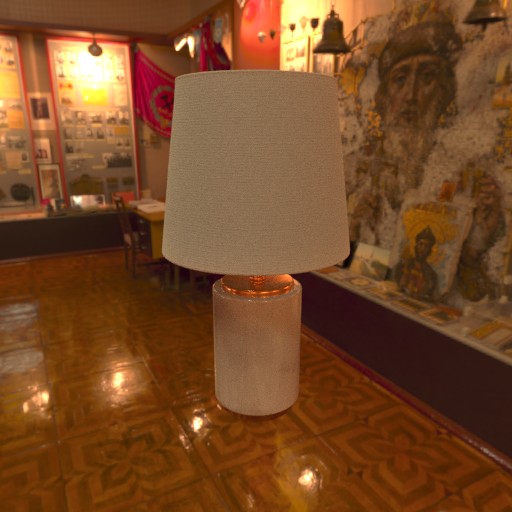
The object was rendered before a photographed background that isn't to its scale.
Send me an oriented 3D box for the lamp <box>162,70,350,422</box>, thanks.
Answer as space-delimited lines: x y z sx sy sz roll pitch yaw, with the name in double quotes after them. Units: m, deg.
0.000 0.000 0.459 0.189 0.340 0.189 0 15 0 "lamp"
